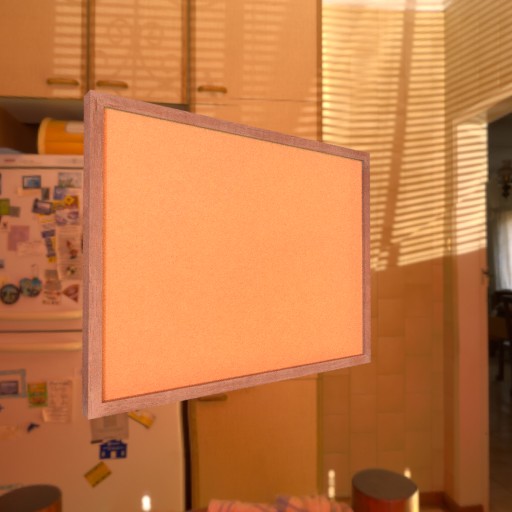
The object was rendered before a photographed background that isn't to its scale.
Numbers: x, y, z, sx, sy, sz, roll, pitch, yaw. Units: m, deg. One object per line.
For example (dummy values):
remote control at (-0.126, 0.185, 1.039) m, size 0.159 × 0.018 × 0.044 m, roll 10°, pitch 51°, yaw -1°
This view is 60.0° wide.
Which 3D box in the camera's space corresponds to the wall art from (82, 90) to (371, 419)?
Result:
wall art at (0.000, 0.000, 1.776) m, size 1.320 × 1.009 × 0.070 m, roll 1°, pitch -1°, yaw -36°
